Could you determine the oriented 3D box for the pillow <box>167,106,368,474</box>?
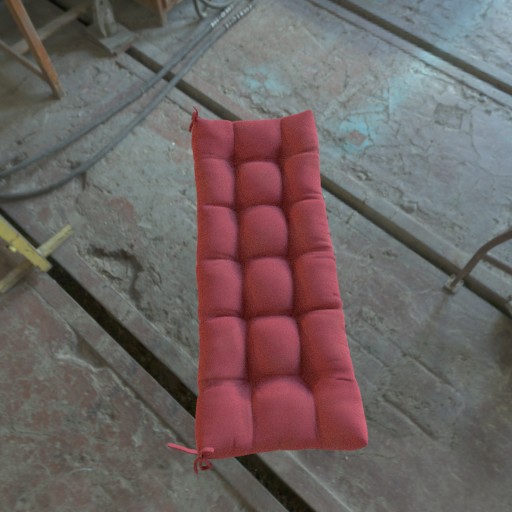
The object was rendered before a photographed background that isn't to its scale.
[{"bbox_3d":[0.000,0.000,1.378,0.511,0.174,1.194,-4,64,-2],"label":"pillow"}]
